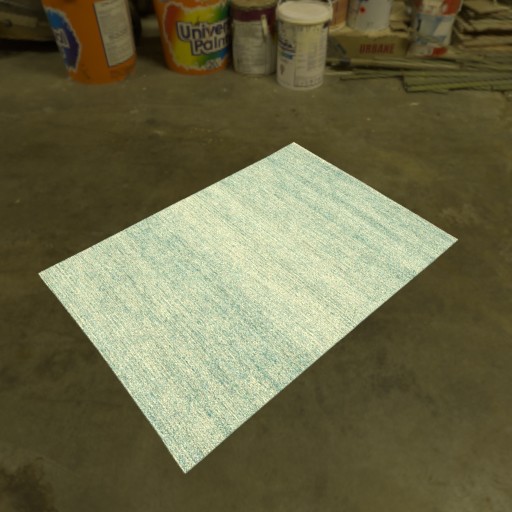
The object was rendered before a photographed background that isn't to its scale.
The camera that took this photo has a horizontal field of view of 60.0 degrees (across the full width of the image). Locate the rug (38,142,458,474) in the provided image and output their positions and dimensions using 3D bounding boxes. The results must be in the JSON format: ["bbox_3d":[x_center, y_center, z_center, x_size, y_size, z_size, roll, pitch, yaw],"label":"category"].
[{"bbox_3d":[0.000,0.000,2.941,2.306,0.030,1.613,-33,55,-27],"label":"rug"}]
